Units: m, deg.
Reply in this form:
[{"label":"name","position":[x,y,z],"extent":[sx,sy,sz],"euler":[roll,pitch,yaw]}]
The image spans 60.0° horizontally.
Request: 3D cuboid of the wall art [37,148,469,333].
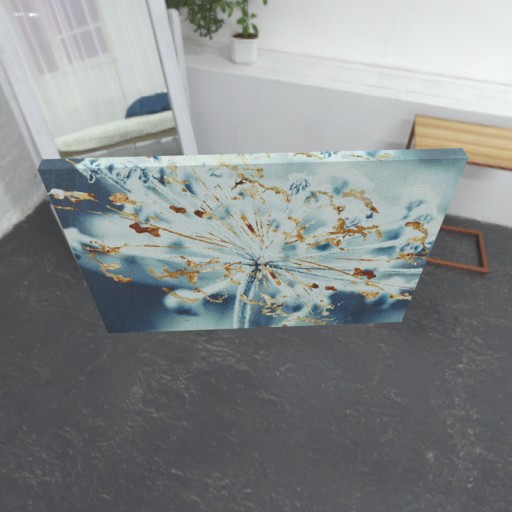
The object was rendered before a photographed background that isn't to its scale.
[{"label":"wall art","position":[0.000,0.000,1.170],"extent":[0.912,0.608,0.038],"euler":[-2,47,-2]}]
